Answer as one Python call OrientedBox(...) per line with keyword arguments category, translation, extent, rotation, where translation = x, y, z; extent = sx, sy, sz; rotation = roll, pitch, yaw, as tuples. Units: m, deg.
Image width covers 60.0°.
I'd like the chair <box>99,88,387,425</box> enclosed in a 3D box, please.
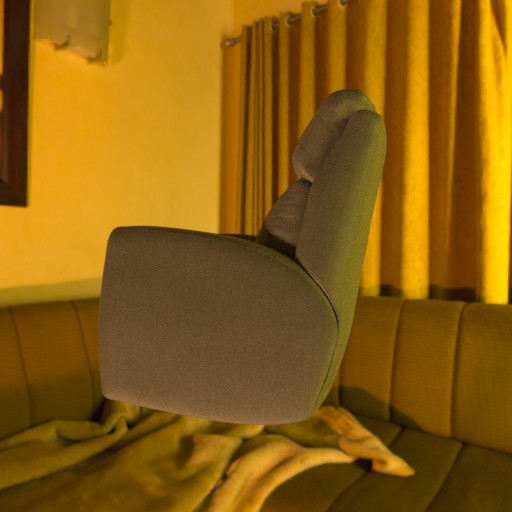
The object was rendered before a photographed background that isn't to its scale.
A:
OrientedBox(category="chair", translation=(0.000, 0.000, 1.670), extent=(0.940, 1.016, 0.794), rotation=(0, 1, 16))
